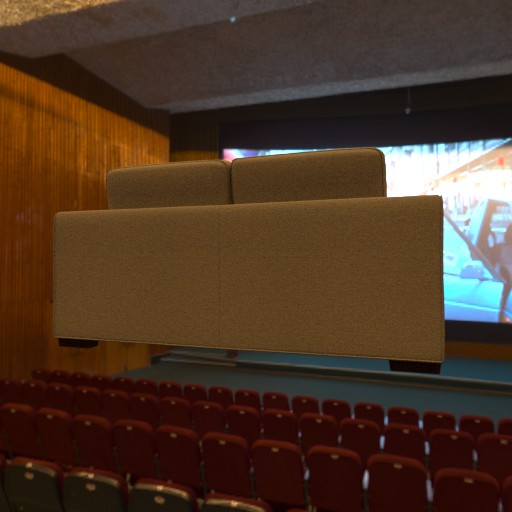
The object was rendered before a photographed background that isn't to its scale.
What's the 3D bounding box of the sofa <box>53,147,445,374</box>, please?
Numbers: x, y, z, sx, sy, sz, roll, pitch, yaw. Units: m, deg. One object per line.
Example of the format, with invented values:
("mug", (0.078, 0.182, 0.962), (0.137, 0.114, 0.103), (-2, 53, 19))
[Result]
("sofa", (0.000, 0.000, 2.408), (1.812, 0.924, 1.007), (0, -1, 19))
